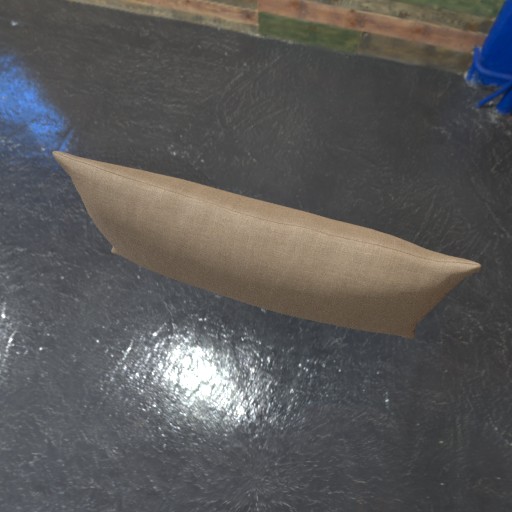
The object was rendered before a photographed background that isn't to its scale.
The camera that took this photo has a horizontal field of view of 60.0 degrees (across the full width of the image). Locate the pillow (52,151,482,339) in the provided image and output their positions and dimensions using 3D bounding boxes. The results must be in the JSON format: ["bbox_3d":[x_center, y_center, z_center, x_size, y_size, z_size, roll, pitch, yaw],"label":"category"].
[{"bbox_3d":[0.000,0.000,0.726,0.612,0.308,0.148,15,64,8],"label":"pillow"}]
